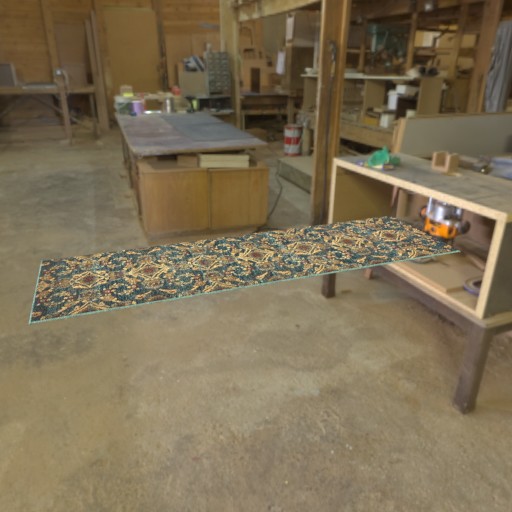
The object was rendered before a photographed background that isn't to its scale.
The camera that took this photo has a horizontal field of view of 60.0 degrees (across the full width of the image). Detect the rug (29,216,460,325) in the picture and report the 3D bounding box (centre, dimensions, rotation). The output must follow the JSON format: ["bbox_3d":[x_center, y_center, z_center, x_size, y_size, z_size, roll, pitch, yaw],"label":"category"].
[{"bbox_3d":[0.000,0.000,2.525,2.292,0.014,0.685,-8,25,-18],"label":"rug"}]
